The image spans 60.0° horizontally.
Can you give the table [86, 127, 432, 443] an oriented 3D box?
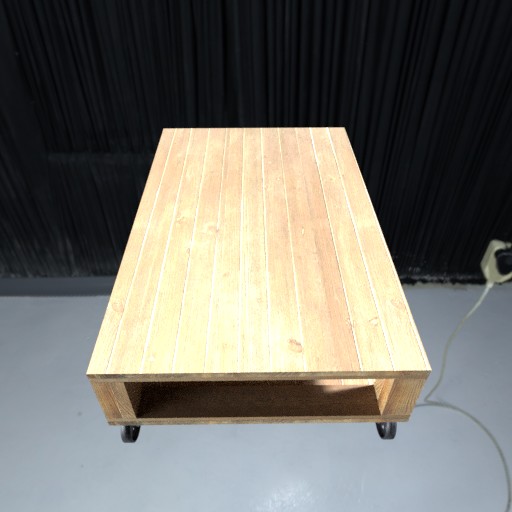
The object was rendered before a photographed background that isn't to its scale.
[{"bbox_3d":[0.000,0.000,1.683,0.827,0.413,1.299,-1,42,-1],"label":"table"}]
